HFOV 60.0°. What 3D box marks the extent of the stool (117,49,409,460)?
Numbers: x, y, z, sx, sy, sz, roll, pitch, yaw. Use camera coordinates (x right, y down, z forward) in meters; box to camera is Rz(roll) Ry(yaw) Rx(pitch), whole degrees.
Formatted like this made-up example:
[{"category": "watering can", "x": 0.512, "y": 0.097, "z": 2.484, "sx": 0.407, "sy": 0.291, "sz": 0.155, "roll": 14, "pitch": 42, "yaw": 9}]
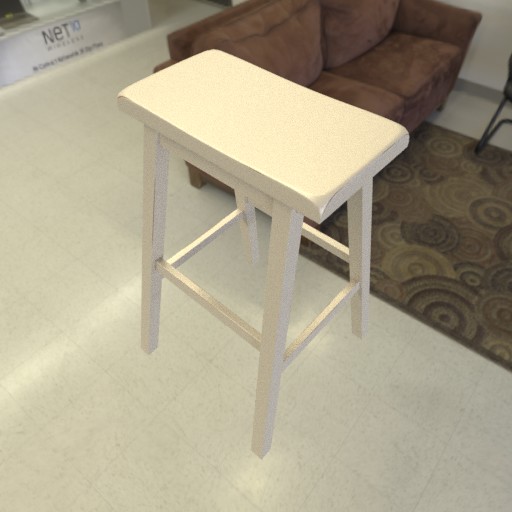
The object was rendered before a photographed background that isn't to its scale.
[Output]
[{"category": "stool", "x": 0.000, "y": 0.000, "z": 1.009, "sx": 0.457, "sy": 0.737, "sz": 0.476, "roll": 34, "pitch": 56, "yaw": 26}]
